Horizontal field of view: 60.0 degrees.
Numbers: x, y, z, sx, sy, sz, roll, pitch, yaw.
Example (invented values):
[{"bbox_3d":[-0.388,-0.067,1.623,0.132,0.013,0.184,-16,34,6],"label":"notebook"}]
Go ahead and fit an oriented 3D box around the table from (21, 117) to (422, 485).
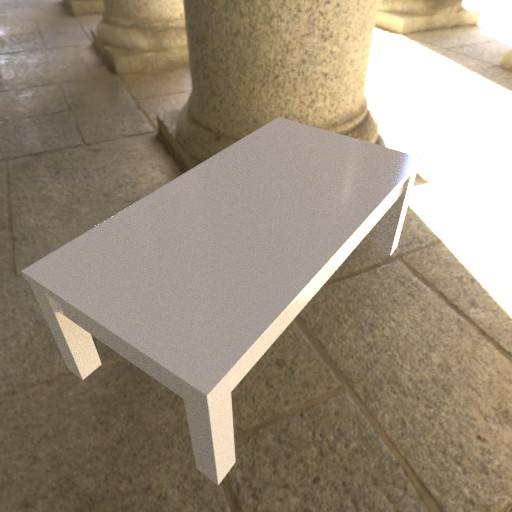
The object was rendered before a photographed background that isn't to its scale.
[{"bbox_3d":[0.000,0.000,1.691,0.700,0.470,1.350,25,46,26],"label":"table"}]
